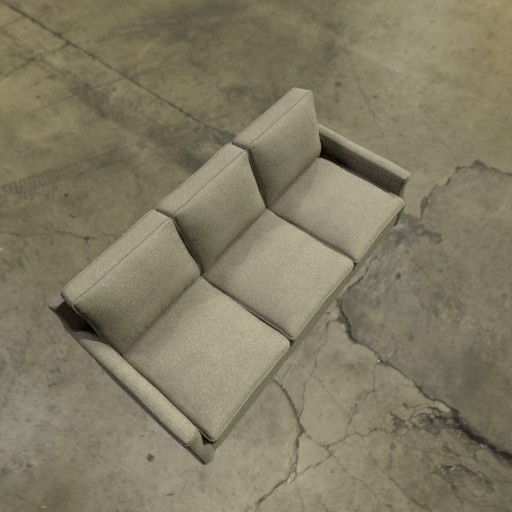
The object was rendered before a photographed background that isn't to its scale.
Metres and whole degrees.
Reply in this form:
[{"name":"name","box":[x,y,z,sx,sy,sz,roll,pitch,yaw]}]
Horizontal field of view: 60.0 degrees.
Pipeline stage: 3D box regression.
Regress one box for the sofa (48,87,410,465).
[{"name":"sofa","box":[0.000,0.000,2.857,1.084,1.003,2.246,35,65,19]}]
